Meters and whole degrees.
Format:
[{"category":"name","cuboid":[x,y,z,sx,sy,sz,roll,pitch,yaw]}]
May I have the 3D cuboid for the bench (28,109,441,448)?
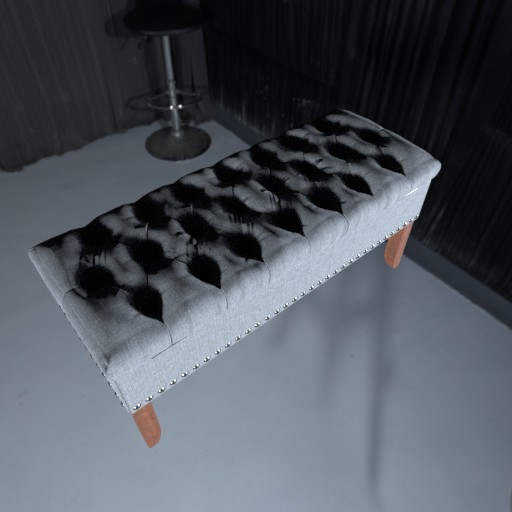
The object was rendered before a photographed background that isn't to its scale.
[{"category":"bench","cuboid":[0.000,0.000,1.296,1.052,0.470,0.417,-31,54,-26]}]
